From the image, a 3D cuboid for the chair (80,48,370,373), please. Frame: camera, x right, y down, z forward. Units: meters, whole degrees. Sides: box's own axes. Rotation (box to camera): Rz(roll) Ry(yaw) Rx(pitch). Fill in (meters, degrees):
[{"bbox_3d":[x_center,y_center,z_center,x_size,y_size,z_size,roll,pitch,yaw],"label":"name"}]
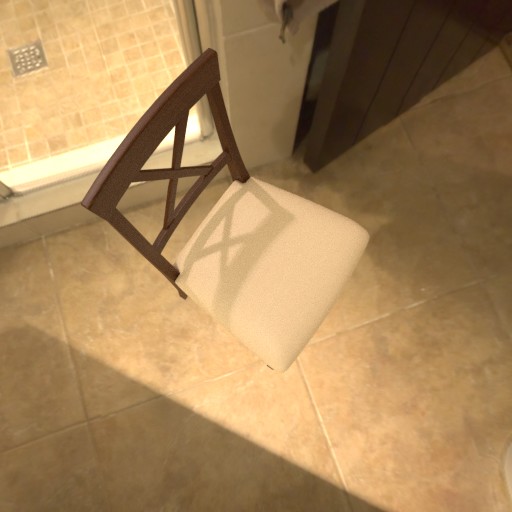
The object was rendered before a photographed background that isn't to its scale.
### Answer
[{"bbox_3d":[0.000,0.000,1.182,0.480,0.913,0.440,33,77,8],"label":"chair"}]
